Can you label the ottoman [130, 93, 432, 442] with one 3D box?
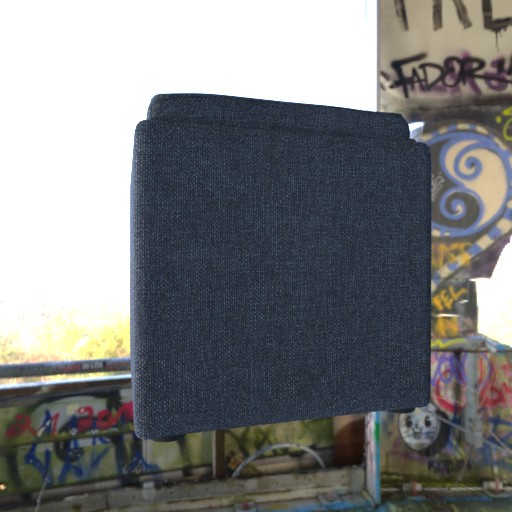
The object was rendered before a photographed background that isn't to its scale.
[{"bbox_3d":[0.000,0.000,0.837,0.454,0.493,0.436,0,1,-17],"label":"ottoman"}]
